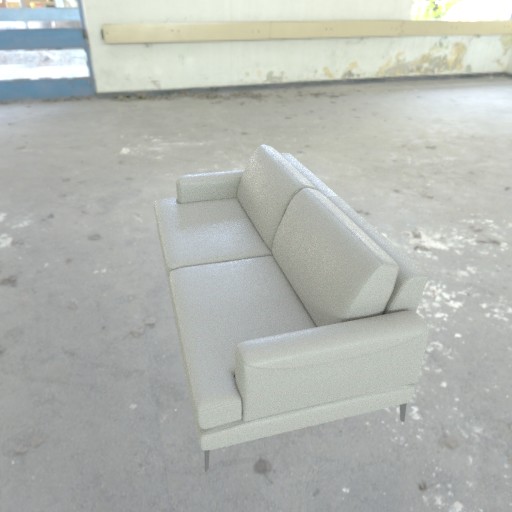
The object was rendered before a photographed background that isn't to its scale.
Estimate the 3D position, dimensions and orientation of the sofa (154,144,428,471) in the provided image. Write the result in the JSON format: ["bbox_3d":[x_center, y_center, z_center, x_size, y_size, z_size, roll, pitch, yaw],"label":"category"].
[{"bbox_3d":[0.000,0.000,2.440,0.974,0.765,1.940,-8,31,-13],"label":"sofa"}]
